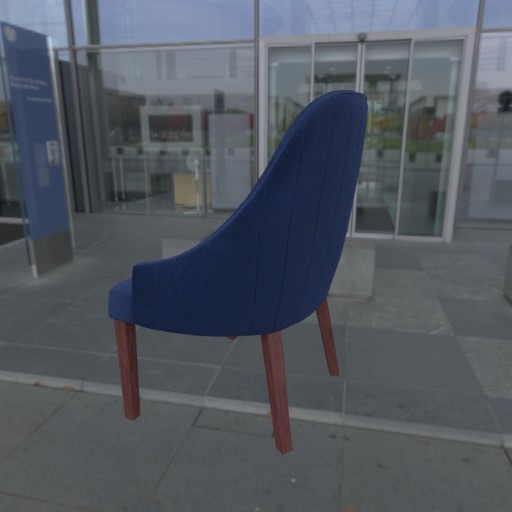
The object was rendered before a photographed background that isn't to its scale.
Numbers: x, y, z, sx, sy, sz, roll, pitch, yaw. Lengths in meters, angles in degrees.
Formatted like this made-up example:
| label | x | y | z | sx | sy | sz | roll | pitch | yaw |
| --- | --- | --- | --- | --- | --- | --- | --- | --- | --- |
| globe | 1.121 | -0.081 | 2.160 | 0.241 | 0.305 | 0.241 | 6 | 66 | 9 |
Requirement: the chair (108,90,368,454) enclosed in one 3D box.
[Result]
| label | x | y | z | sx | sy | sz | roll | pitch | yaw |
| --- | --- | --- | --- | --- | --- | --- | --- | --- | --- |
| chair | 0.000 | 0.000 | 1.297 | 0.575 | 0.889 | 0.643 | 8 | 17 | 26 |
